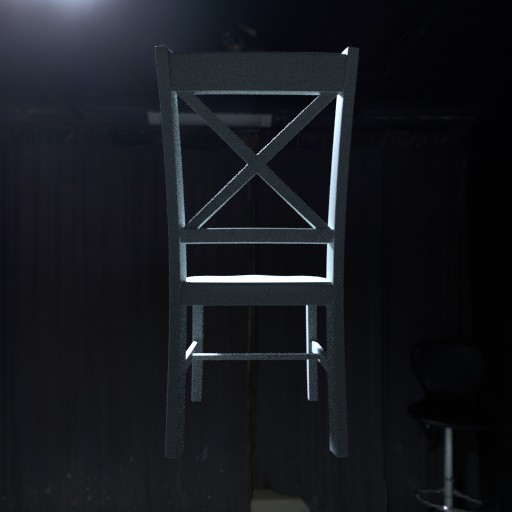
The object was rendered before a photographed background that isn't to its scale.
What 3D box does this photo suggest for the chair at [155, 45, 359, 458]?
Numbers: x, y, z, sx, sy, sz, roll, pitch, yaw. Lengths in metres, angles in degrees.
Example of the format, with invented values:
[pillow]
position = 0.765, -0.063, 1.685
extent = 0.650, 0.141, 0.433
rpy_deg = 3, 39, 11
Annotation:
[chair]
position = 0.000, 0.000, 1.290
extent = 0.485, 0.983, 0.542
rpy_deg = 0, -1, -1
